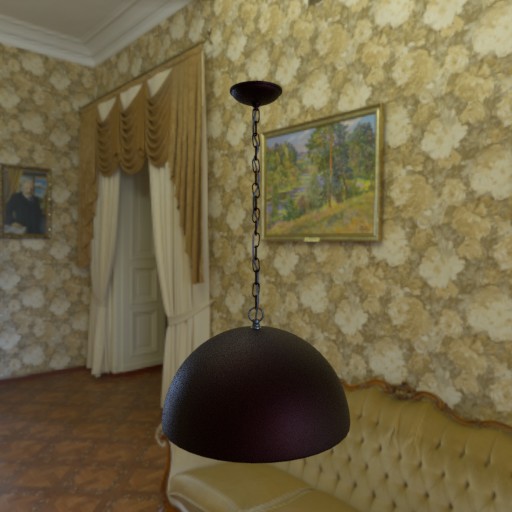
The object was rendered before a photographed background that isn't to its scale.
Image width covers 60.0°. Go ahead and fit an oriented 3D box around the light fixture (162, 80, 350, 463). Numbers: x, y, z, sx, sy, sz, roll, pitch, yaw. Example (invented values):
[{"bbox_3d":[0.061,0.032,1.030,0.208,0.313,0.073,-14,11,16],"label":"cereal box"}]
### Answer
[{"bbox_3d":[0.000,0.000,1.172,0.492,0.869,0.492,0,1,2],"label":"light fixture"}]
